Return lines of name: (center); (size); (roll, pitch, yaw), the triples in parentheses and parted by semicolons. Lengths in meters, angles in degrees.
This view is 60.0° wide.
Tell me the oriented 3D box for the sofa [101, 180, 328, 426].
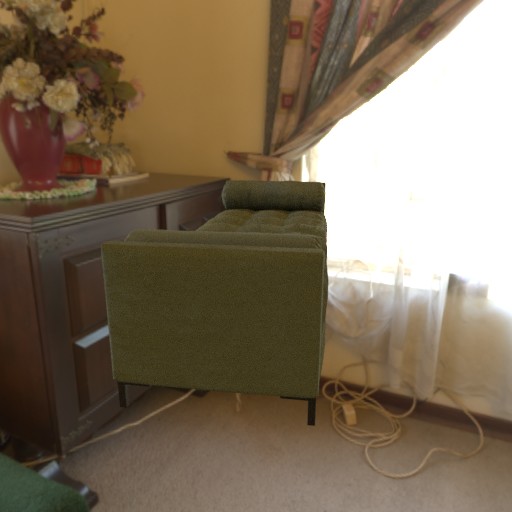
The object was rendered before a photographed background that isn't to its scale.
sofa: (0.000, 0.000, 2.550); (0.817, 0.681, 2.130); (2, 16, 8)
